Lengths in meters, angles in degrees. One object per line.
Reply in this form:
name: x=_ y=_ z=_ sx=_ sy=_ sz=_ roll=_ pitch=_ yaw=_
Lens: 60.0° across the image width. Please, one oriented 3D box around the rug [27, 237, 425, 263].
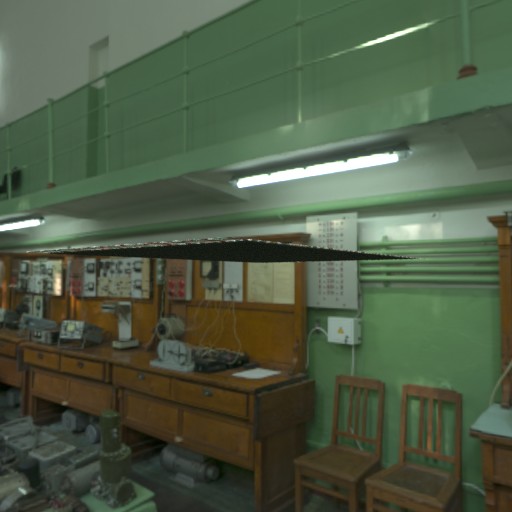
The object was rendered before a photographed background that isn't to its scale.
rug: x=0.000 y=0.000 z=2.329 sx=1.219 sy=0.008 sz=1.829 roll=-2 pitch=-3 yaw=37
